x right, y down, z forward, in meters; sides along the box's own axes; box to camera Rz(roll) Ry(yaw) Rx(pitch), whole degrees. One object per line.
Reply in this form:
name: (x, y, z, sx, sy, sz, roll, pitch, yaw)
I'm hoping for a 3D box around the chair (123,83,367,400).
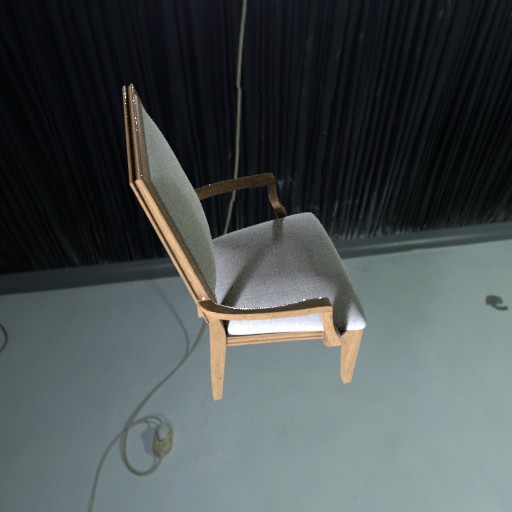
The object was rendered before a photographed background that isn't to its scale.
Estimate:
chair: (0.000, 0.000, 1.396, 0.602, 0.990, 0.606, -10, 47, -9)
